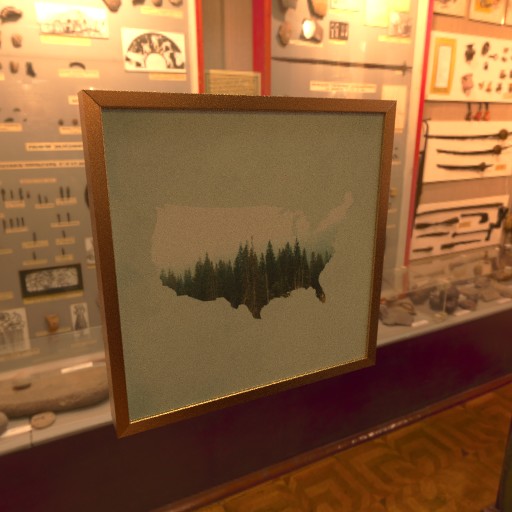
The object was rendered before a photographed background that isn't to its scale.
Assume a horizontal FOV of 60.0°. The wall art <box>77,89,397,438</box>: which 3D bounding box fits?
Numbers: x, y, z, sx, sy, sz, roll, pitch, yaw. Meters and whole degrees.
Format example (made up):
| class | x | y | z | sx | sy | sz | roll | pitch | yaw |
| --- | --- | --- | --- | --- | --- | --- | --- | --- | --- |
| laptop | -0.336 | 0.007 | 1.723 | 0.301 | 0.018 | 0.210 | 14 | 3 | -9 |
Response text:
| class | x | y | z | sx | sy | sz | roll | pitch | yaw |
| --- | --- | --- | --- | --- | --- | --- | --- | --- | --- |
| wall art | 0.000 | 0.000 | 0.450 | 0.304 | 0.304 | 0.038 | -8 | 18 | -25 |
